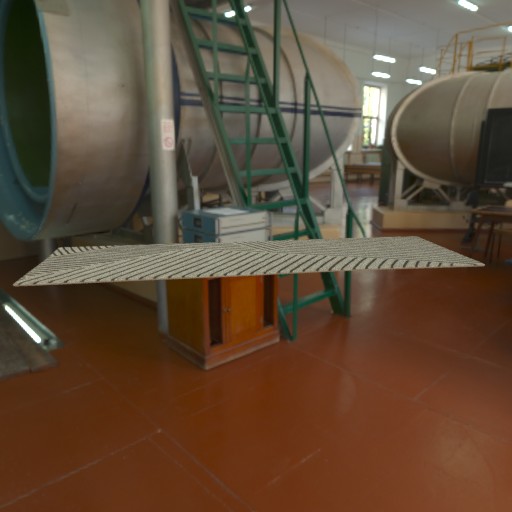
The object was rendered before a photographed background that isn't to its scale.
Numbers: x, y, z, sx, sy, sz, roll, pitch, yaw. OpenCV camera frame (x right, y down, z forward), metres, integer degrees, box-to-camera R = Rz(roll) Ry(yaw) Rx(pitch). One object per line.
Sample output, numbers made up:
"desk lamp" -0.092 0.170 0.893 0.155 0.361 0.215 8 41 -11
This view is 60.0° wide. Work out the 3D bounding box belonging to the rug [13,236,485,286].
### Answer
"rug" 0.000 0.000 2.631 2.439 0.020 0.773 -2 14 -8
